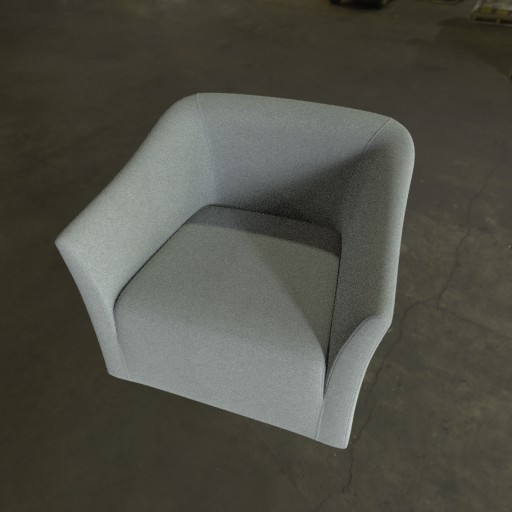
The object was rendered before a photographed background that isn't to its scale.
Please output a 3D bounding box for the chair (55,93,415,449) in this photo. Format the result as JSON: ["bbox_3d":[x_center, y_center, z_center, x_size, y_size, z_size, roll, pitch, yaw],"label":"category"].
[{"bbox_3d":[0.000,0.000,1.334,0.790,0.720,0.700,12,41,15],"label":"chair"}]
